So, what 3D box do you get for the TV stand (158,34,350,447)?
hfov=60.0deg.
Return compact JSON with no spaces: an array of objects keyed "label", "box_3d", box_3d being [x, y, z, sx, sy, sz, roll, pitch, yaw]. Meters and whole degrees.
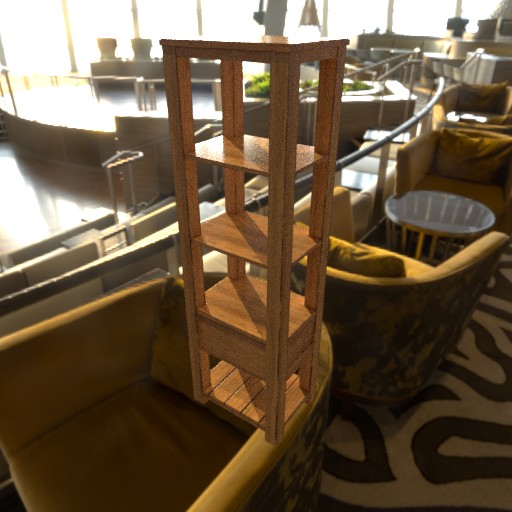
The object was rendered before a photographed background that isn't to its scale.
[{"label":"TV stand","box_3d":[0.000,0.000,2.069,0.565,1.828,0.435,19,34,30]}]
